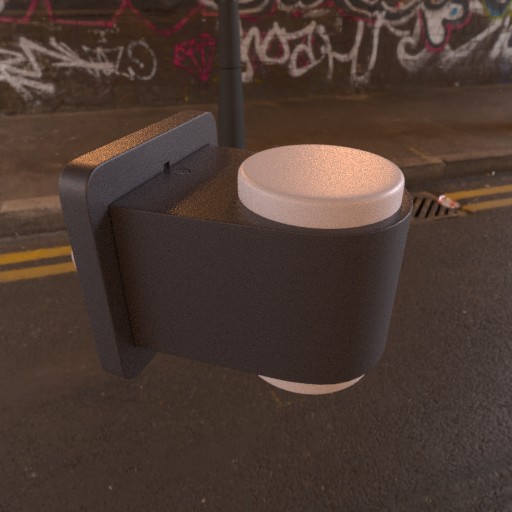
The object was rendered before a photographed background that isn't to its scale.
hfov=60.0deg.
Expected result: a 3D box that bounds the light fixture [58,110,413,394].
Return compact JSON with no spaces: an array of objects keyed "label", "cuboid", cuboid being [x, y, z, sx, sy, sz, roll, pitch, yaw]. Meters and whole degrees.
[{"label":"light fixture","cuboid":[0.000,0.000,0.213,0.132,0.109,0.109,12,33,18]}]
